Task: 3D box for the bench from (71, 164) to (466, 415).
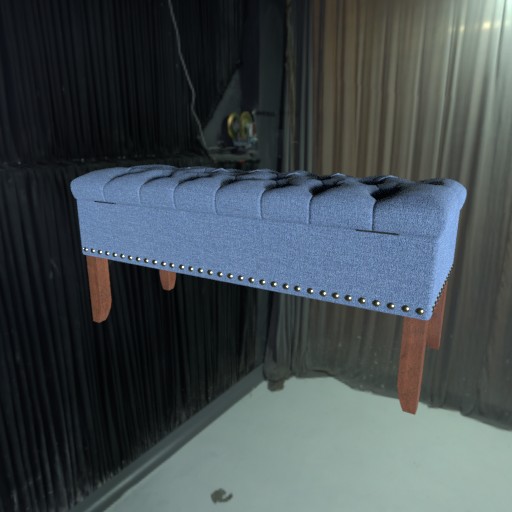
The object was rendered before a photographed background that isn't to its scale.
[{"bbox_3d":[0.000,0.000,1.302,1.052,0.492,0.417,9,18,28],"label":"bench"}]
